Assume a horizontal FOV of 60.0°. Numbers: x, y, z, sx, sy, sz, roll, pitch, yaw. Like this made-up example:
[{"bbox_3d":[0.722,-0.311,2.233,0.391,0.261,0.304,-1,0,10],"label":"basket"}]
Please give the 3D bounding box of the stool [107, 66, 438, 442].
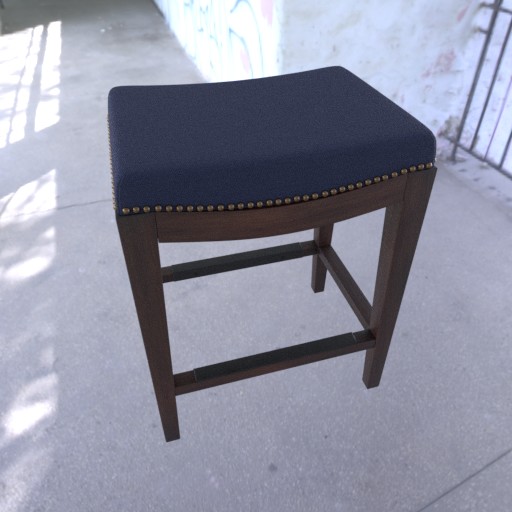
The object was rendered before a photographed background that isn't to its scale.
[{"bbox_3d":[0.000,0.000,0.924,0.500,0.642,0.361,-10,41,-12],"label":"stool"}]
